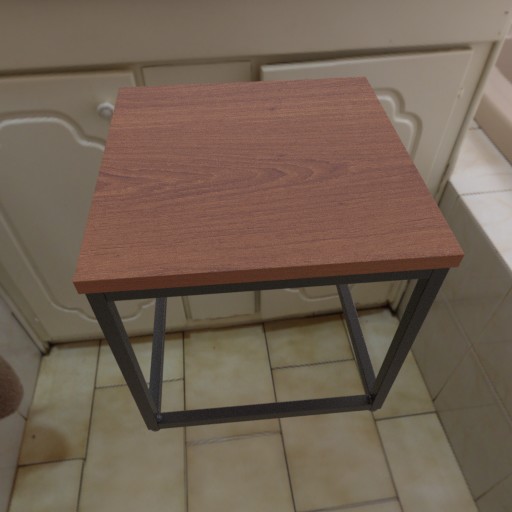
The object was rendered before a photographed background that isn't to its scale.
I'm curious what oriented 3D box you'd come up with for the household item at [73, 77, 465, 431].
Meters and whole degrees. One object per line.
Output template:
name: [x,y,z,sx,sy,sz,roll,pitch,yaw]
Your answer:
household item: [0.000,0.000,0.731,0.400,0.400,0.400,-4,48,-4]
